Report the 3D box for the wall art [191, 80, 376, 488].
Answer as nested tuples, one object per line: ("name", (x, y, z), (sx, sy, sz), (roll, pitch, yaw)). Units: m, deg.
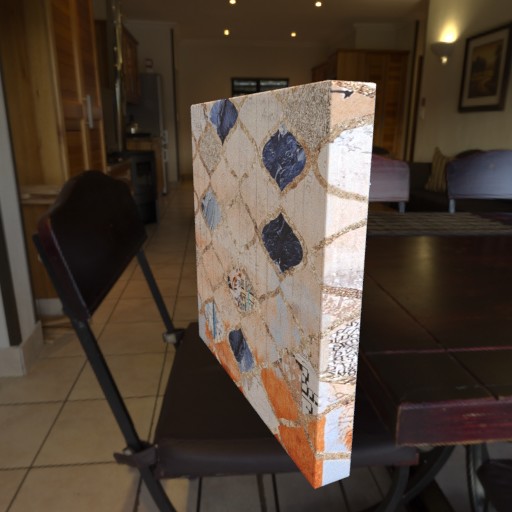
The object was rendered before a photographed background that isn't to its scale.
("wall art", (0.000, 0.000, 0.449), (0.036, 0.304, 0.303), (-7, 17, -23))
